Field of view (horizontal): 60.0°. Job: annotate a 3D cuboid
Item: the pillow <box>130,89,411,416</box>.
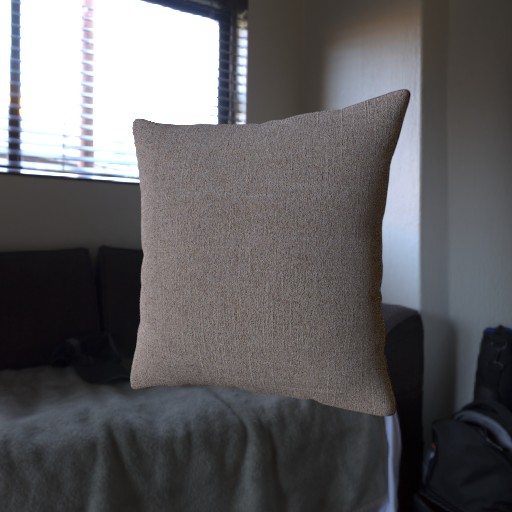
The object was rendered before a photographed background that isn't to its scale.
[{"bbox_3d":[0.000,0.000,0.669,0.437,0.448,0.147,0,1,18],"label":"pillow"}]
